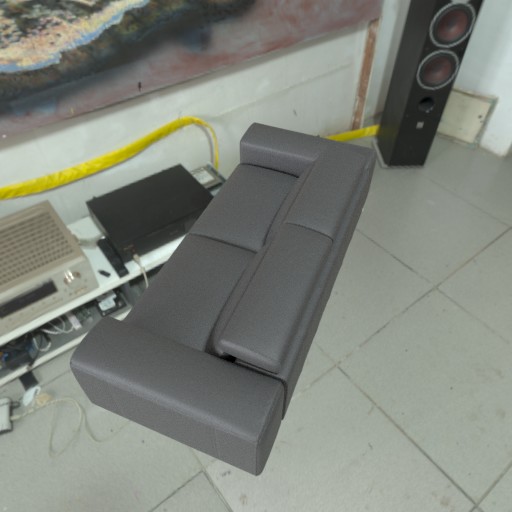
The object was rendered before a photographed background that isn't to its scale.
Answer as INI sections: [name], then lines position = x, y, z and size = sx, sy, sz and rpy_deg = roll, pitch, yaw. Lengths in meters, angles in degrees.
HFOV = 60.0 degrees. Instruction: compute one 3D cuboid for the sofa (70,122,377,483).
[sofa]
position = 0.000, 0.000, 2.830
size = 1.023, 0.759, 2.321
rpy_deg = 17, 50, 15
